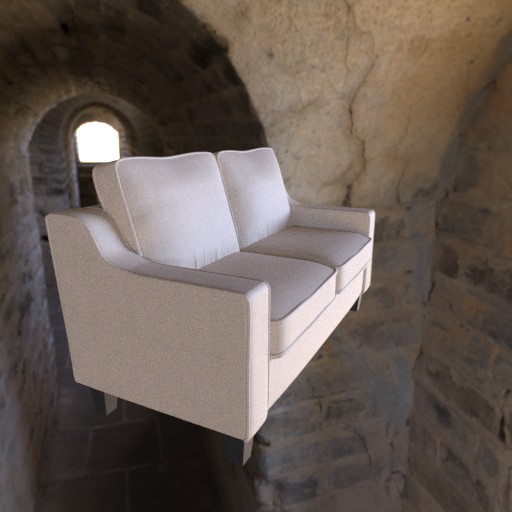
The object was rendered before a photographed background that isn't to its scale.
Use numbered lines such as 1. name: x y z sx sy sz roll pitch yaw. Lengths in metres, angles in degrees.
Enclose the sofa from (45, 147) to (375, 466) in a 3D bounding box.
1. sofa: 0.000 0.000 3.409 1.351 1.562 2.587 8 17 26
